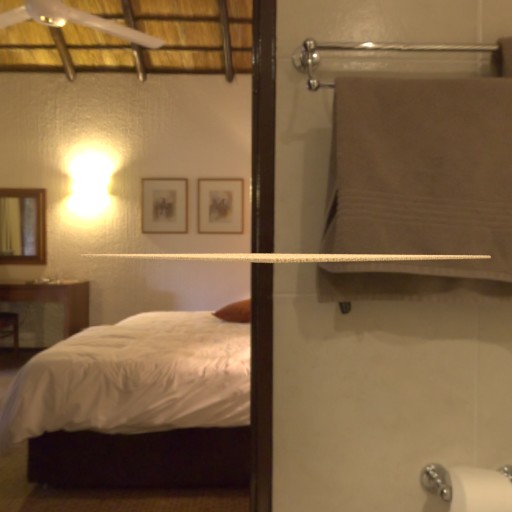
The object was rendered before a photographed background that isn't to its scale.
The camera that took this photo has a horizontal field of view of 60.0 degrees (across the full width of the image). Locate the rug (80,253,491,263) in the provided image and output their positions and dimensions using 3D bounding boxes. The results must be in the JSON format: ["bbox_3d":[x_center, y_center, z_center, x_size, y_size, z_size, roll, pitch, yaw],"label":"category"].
[{"bbox_3d":[0.000,0.000,2.756,1.509,0.013,2.144,-1,1,-37],"label":"rug"}]
